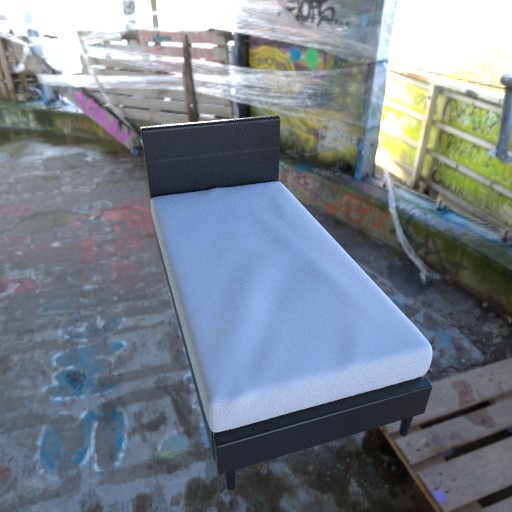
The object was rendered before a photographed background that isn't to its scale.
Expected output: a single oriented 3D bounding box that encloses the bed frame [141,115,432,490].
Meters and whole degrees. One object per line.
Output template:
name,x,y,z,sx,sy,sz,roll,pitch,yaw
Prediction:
bed frame,0.000,0.000,2.495,1.038,1.046,2.152,-10,34,-15
